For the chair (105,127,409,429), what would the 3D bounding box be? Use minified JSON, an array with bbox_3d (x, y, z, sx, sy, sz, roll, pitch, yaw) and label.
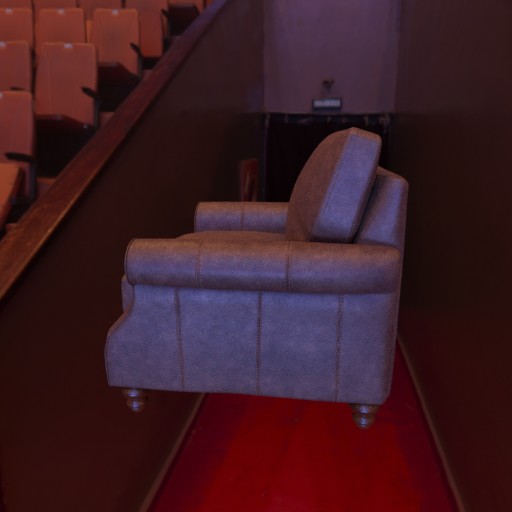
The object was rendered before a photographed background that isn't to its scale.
[{"bbox_3d":[0.000,0.000,1.774,1.002,0.976,0.996,2,15,7],"label":"chair"}]
